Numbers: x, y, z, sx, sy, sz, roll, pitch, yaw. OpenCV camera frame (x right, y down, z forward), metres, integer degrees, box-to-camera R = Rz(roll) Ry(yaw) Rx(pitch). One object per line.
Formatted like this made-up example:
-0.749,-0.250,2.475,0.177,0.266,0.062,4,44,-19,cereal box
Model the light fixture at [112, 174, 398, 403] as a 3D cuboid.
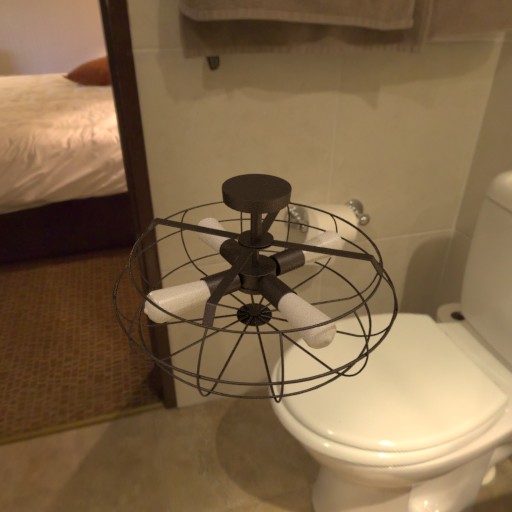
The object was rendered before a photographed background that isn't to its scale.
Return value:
0.000,0.000,0.915,0.582,0.311,0.582,0,31,0,light fixture
